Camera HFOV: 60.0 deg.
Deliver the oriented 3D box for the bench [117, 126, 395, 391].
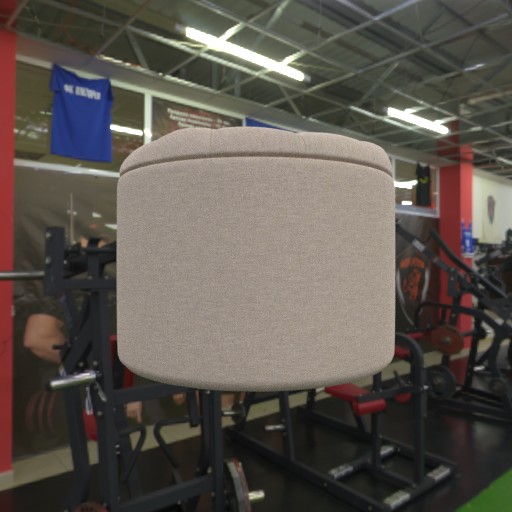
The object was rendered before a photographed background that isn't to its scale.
[{"bbox_3d":[0.000,0.000,1.001,0.600,0.454,0.600,0,0,0],"label":"bench"}]
